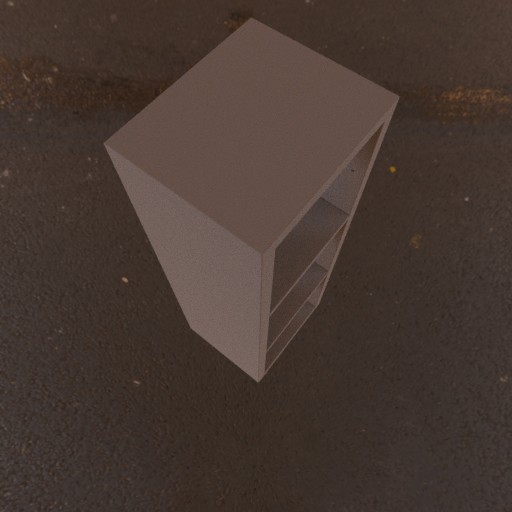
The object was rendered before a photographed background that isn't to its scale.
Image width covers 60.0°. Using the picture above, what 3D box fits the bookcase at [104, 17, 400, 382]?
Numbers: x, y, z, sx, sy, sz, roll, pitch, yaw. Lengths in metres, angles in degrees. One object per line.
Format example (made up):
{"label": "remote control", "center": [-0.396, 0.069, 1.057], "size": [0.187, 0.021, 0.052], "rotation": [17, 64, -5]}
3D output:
{"label": "bookcase", "center": [0.000, 0.000, 1.236], "size": [0.330, 1.080, 0.390], "rotation": [35, 70, 15]}
